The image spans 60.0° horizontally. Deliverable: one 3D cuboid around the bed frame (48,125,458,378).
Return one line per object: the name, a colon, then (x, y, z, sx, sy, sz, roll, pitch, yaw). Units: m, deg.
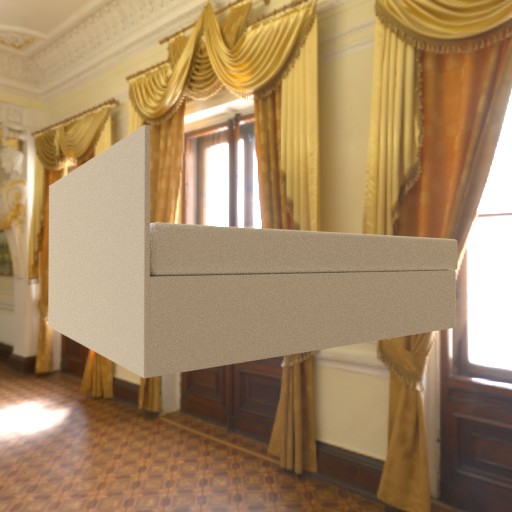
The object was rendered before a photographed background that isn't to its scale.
bed frame: (0.000, 0.000, 2.522, 1.900, 0.800, 1.400, 1, -1, -36)
